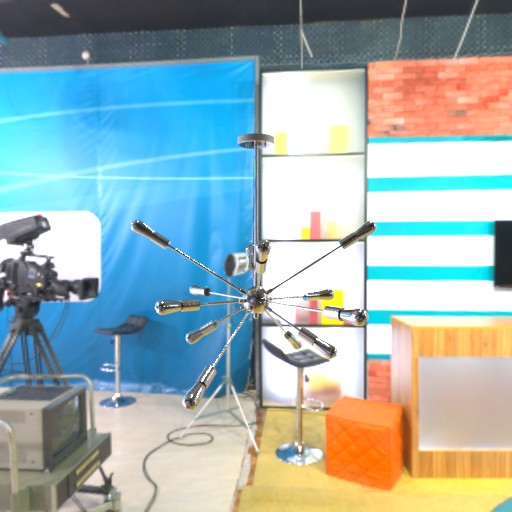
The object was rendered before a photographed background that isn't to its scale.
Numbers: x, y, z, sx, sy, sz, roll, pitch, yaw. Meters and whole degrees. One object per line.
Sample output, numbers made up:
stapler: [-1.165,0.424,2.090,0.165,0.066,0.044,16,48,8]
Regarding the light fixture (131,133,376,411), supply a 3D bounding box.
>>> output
light fixture: [0.000,0.000,1.054,0.509,0.558,0.684,-1,1,-34]
